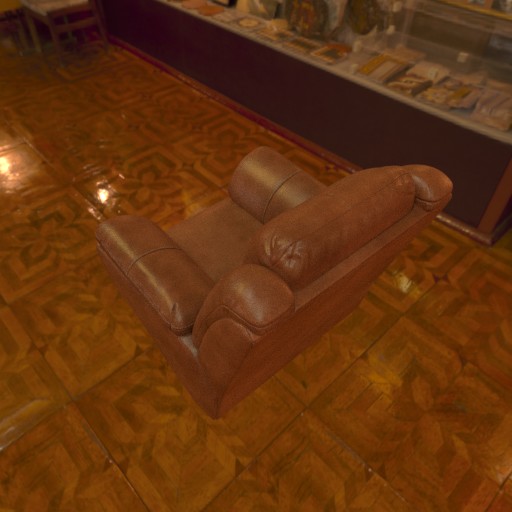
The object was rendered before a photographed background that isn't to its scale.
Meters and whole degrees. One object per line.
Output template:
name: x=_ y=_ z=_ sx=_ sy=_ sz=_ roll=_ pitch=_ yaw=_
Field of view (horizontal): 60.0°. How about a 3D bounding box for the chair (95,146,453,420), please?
chair: x=0.000 y=0.000 z=1.859 sx=0.990 sy=1.093 sz=1.041 roll=-32 pitch=54 yaw=-27
